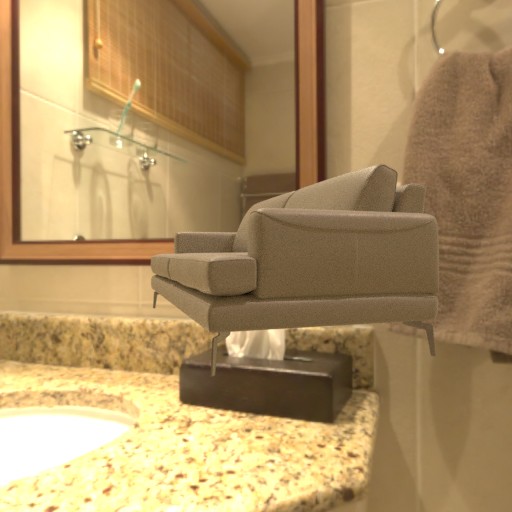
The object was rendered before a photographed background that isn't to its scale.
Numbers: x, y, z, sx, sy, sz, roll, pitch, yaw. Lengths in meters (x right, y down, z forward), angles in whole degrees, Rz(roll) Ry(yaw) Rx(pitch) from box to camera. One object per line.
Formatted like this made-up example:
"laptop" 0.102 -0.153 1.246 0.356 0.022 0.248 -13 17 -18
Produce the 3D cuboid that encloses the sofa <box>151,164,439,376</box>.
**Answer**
"sofa" 0.000 0.000 2.465 0.974 0.765 1.940 0 0 -19
